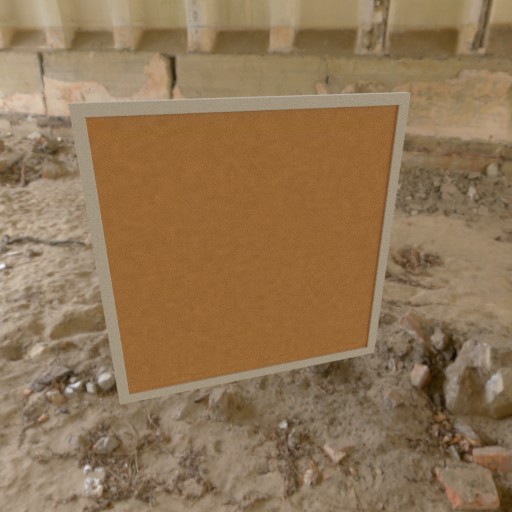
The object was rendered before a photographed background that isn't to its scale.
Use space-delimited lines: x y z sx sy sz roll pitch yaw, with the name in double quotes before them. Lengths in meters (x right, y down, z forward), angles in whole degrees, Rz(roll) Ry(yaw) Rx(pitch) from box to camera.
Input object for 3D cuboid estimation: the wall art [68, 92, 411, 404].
"wall art" 0.000 0.000 0.675 0.457 0.457 0.012 -7 26 -15
